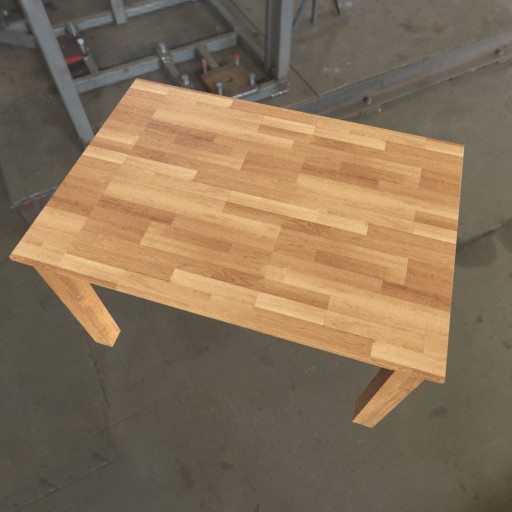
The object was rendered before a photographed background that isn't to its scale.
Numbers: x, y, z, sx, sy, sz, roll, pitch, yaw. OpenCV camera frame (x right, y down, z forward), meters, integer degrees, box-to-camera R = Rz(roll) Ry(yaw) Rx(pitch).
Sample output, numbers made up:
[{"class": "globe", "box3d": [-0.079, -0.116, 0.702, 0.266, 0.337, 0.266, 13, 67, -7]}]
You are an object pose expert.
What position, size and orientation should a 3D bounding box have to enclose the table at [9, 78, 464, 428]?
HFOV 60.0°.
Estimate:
[{"class": "table", "box3d": [0.000, 0.000, 1.796, 1.300, 0.750, 0.900, 15, 59, 9]}]
